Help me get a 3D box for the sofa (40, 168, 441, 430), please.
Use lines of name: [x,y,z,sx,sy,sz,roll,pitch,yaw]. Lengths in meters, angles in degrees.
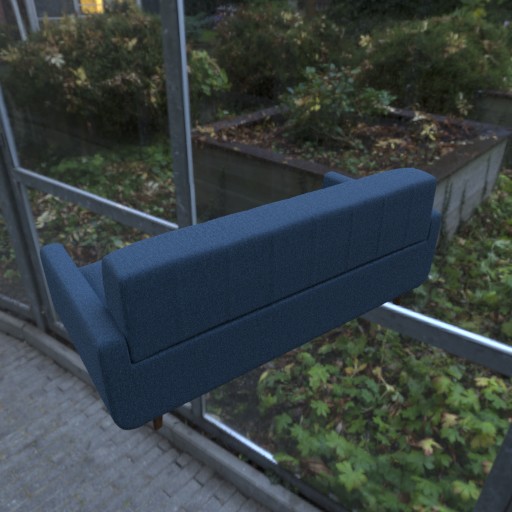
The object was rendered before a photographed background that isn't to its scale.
sofa: [0.000,0.000,2.509,2.055,0.884,0.942,-19,35,-30]
